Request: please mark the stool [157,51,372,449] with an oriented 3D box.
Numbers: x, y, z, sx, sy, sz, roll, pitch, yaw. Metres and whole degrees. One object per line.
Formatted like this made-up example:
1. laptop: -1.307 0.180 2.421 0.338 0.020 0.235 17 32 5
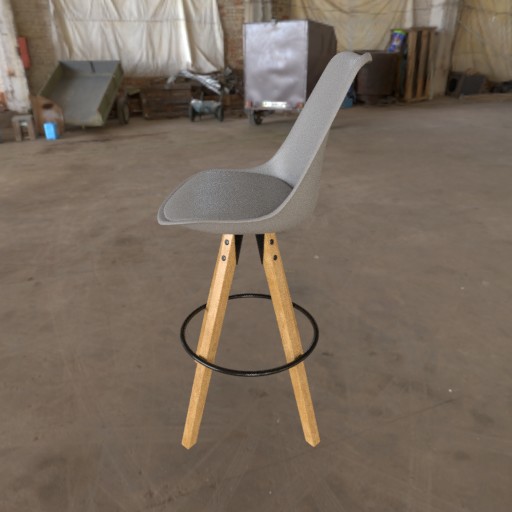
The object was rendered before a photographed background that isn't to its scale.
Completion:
1. stool: 0.000 0.000 1.333 0.550 1.115 0.485 -1 25 -1
